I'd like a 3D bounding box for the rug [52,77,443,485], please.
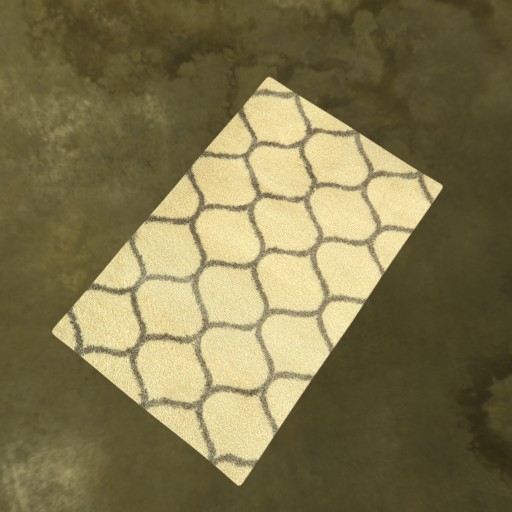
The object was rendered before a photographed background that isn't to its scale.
[{"bbox_3d":[0.000,0.000,2.941,1.501,0.024,2.348,35,78,9],"label":"rug"}]
